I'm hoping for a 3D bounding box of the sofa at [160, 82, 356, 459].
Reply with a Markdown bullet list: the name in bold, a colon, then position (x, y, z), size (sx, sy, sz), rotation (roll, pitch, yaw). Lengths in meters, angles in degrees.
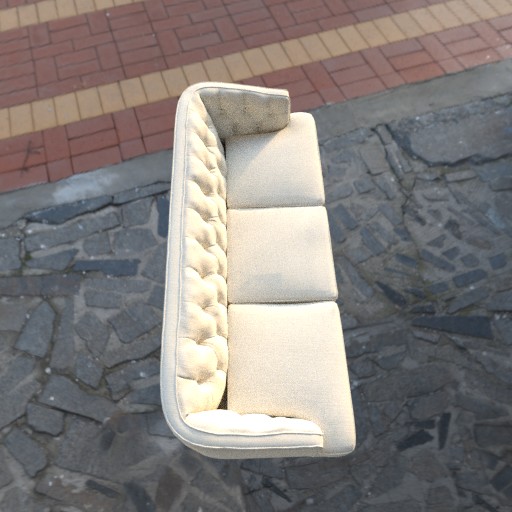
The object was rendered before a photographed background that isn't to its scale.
- **sofa**: position (0.000, 0.000, 2.724), size (0.941, 0.855, 2.278), rotation (-2, 63, -1)
